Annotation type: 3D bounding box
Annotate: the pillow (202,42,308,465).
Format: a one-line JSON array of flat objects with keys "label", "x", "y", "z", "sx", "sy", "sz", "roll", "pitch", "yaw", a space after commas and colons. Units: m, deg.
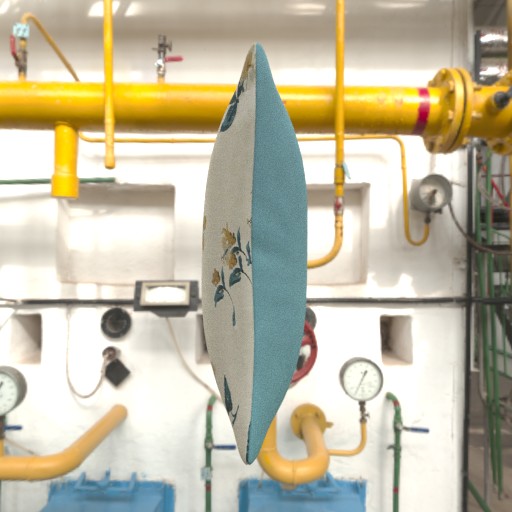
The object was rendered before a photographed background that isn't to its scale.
[{"label": "pillow", "x": 0.000, "y": 0.000, "z": 0.790, "sx": 0.166, "sy": 0.507, "sz": 0.526, "roll": 0, "pitch": -1, "yaw": 1}]
